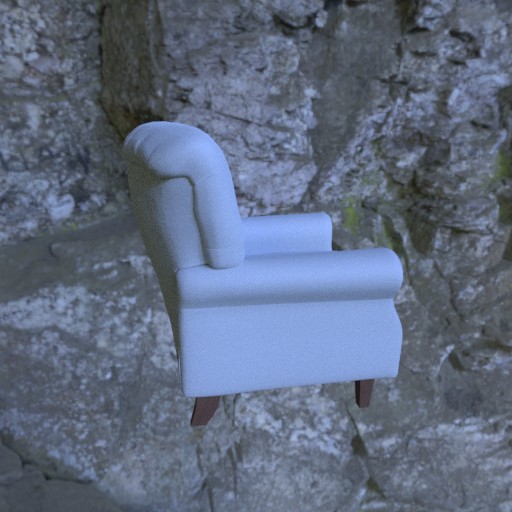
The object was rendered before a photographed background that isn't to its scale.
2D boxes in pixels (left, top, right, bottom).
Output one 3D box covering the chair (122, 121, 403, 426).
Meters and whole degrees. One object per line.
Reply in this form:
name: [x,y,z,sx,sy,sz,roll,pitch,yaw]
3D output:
chair: [0.000,0.000,2.105,1.128,1.217,1.090,-3,16,-10]
